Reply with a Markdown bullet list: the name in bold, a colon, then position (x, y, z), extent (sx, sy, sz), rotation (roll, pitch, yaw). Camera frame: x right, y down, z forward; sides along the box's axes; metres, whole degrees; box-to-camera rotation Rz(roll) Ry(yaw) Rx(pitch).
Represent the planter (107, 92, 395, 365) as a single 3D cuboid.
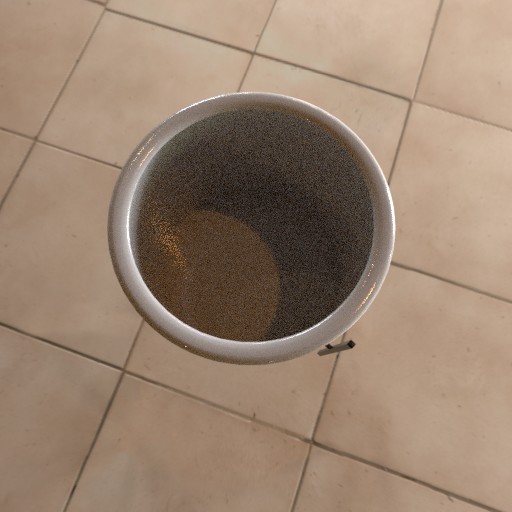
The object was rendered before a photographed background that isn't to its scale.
- **planter**: position (0.000, 0.000, 0.737), extent (0.360, 0.480, 0.361), rotation (18, 76, 5)
